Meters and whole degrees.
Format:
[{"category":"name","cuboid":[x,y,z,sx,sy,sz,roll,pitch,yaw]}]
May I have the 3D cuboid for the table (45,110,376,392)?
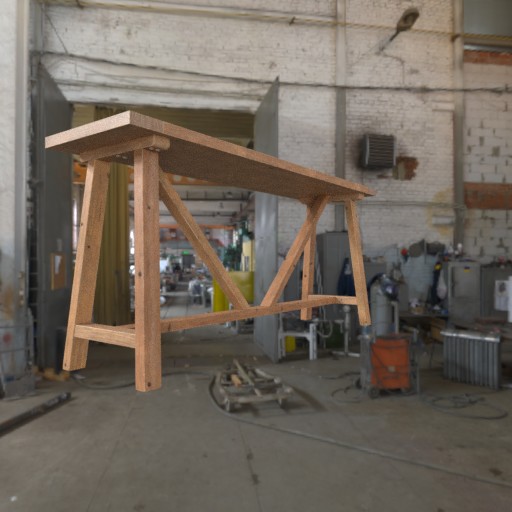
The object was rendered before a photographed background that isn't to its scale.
[{"category":"table","cuboid":[0.000,0.000,2.105,0.465,0.810,1.800,0,0,37]}]
